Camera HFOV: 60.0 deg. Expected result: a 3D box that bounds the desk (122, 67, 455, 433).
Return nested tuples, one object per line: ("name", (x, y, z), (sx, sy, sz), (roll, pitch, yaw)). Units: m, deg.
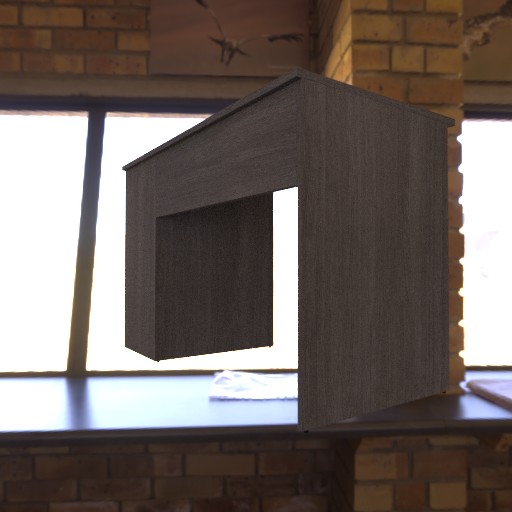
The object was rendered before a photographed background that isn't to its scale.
("desk", (0.000, 0.000, 1.491), (0.560, 0.735, 1.097), (1, -1, -35))
